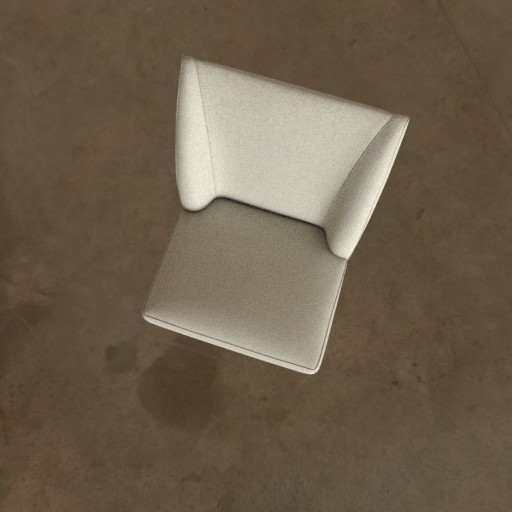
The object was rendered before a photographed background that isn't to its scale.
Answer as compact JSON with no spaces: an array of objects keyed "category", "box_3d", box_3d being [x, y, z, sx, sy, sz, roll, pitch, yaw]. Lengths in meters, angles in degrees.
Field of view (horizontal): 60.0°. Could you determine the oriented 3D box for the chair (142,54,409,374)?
[{"category":"chair","box_3d":[0.000,0.000,1.225,0.508,0.863,0.522,17,76,4]}]
